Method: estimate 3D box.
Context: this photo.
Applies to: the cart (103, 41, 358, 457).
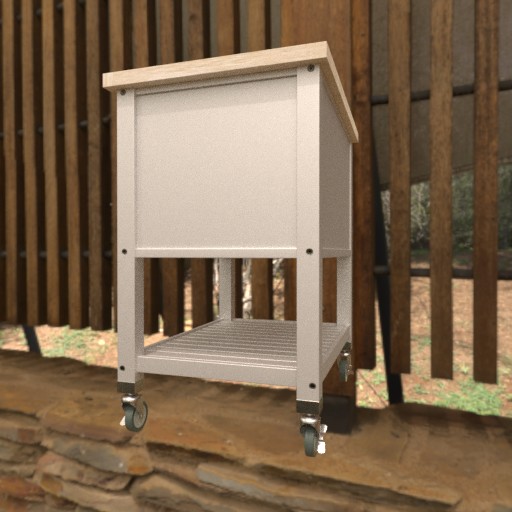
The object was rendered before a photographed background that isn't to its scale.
[{"bbox_3d":[0.000,0.000,1.386,0.559,0.914,0.762,0,0,18],"label":"cart"}]
